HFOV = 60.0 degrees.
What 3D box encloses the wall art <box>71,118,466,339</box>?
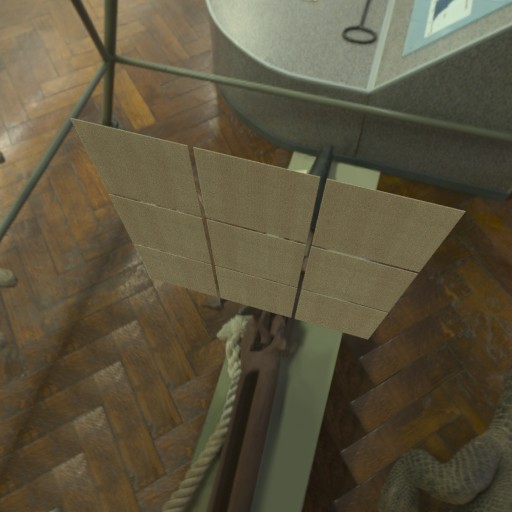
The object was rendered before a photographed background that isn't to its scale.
[{"bbox_3d":[0.000,0.000,2.304,1.517,1.505,0.002,15,64,8],"label":"wall art"}]
